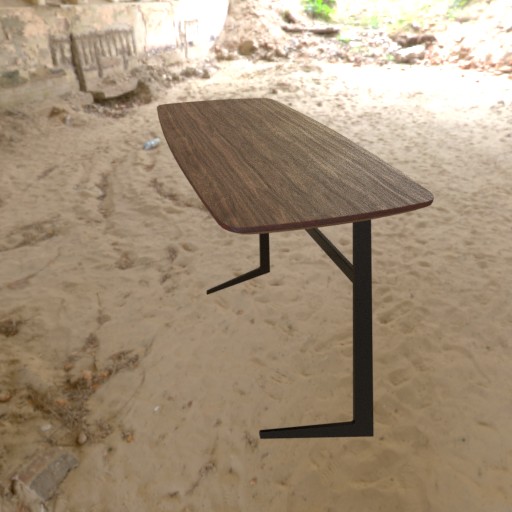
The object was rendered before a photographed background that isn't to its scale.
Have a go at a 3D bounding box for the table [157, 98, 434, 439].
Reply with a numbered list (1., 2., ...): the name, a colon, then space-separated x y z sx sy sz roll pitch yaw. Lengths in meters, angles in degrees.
1. table: 0.000 0.000 1.074 0.361 0.576 0.804 -9 32 -15
